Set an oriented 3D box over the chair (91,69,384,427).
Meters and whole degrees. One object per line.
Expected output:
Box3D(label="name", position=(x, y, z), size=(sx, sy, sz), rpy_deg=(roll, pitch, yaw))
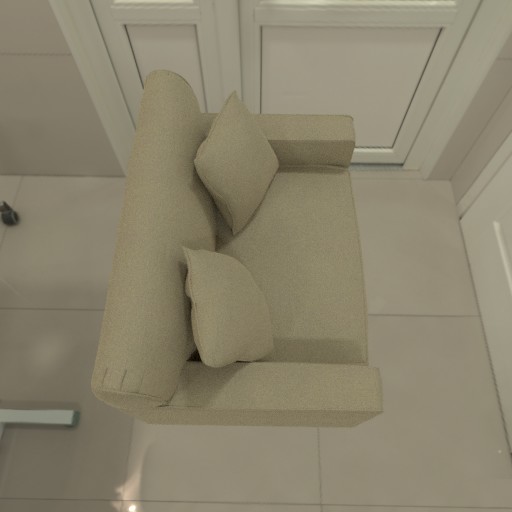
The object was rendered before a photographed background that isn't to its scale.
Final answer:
Box3D(label="chair", position=(0.000, 0.000, 1.996), size=(1.000, 0.948, 1.383), rpy_deg=(1, 64, 0))
